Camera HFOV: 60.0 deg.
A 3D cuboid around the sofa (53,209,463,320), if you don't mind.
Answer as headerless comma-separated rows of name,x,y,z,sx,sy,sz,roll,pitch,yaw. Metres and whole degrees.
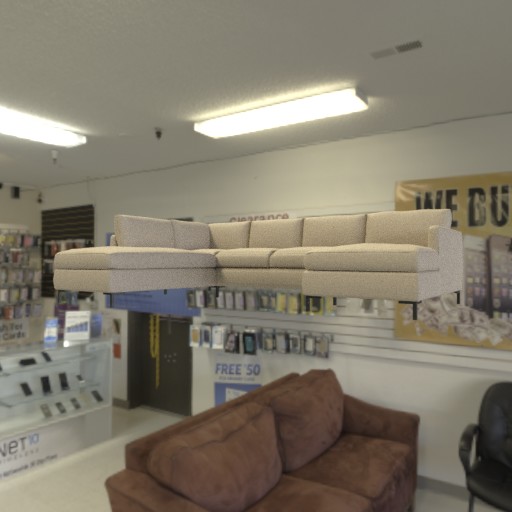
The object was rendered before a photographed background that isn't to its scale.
sofa,0.000,0.000,3.535,2.737,0.756,1.879,0,-1,36
